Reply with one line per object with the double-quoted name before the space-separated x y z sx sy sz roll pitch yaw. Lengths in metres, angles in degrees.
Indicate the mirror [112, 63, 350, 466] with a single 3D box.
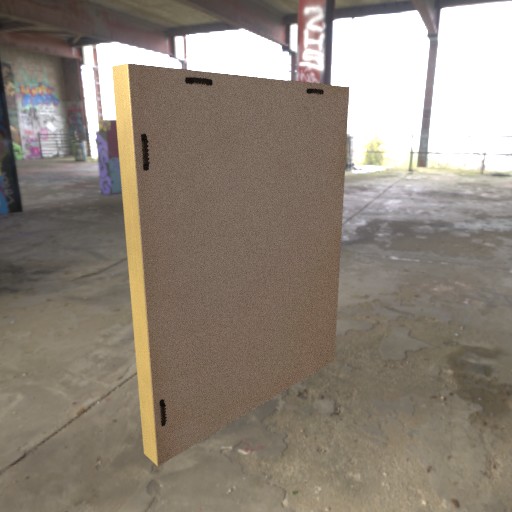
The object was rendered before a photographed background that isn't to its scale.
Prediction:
"mirror" 0.000 0.000 0.679 0.405 0.508 0.041 -15 22 -42
